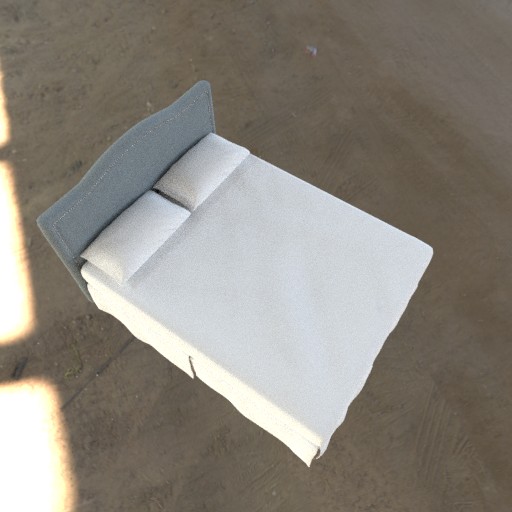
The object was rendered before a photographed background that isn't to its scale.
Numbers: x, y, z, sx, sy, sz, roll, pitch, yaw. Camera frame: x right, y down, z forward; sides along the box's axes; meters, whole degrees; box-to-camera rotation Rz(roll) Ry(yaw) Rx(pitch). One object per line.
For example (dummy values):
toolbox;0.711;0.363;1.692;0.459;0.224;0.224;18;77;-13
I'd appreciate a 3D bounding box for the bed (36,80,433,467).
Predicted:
bed;0.000;0.000;3.924;2.689;1.457;2.161;31;63;17
